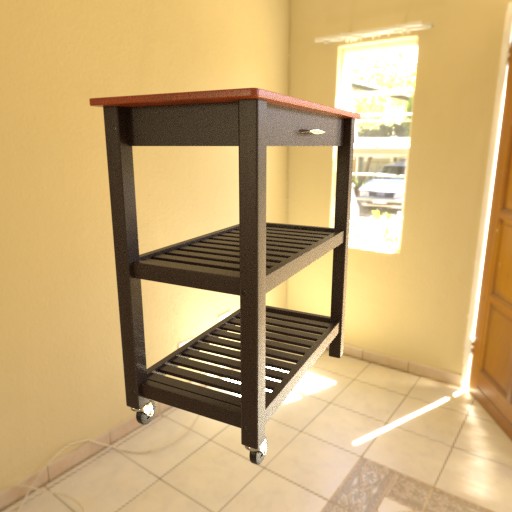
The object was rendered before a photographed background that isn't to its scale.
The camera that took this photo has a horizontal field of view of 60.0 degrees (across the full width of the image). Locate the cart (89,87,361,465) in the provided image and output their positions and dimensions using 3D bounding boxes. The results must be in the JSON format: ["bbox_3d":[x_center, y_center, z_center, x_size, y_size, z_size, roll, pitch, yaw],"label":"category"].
[{"bbox_3d":[0.000,0.000,1.466,0.457,0.927,0.899,7,15,26],"label":"cart"}]
